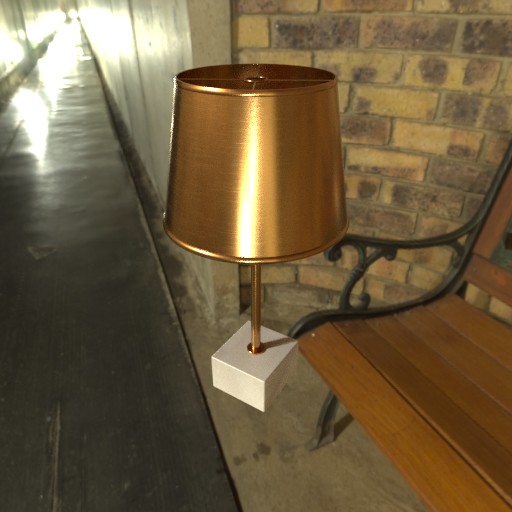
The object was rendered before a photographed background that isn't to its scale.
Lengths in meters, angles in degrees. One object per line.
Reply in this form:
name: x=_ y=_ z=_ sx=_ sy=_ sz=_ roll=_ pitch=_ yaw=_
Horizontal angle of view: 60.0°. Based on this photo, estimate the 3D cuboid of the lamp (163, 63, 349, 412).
lamp: x=0.000 y=0.000 z=0.530 sx=0.208 sy=0.406 sz=0.208 roll=0 pitch=31 yaw=0
